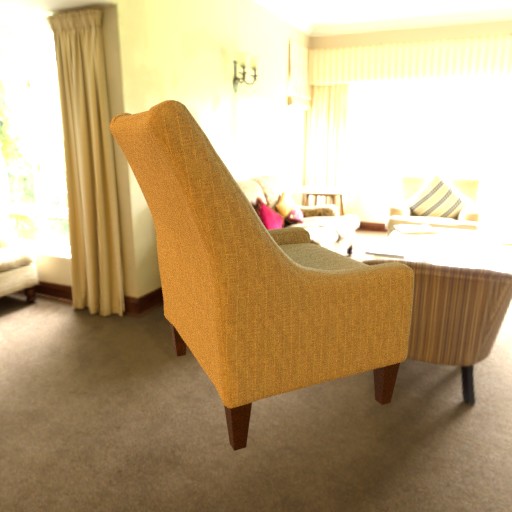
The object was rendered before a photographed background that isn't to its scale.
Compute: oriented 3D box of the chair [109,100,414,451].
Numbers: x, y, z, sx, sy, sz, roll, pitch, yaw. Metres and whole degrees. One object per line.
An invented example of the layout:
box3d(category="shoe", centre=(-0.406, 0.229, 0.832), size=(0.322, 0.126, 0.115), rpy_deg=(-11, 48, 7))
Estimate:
box3d(category="chair", centre=(0.000, 0.000, 1.627), size=(0.870, 1.014, 0.774), rpy_deg=(-7, 17, -24))
